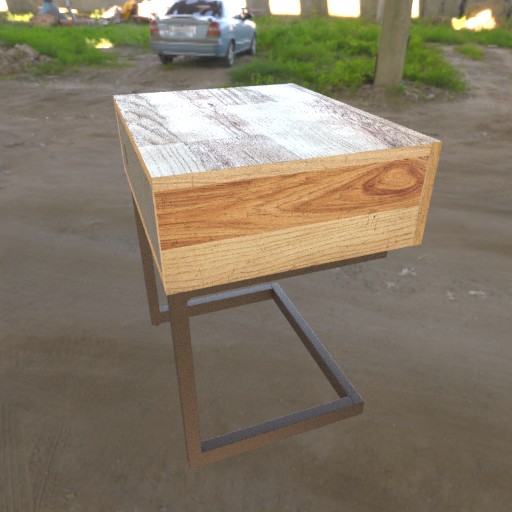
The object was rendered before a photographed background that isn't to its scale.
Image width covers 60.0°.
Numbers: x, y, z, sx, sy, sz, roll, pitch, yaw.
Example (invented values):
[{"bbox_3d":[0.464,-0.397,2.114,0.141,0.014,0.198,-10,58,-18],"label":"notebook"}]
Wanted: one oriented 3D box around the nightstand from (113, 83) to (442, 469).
[{"bbox_3d":[0.000,0.000,1.005,0.481,0.632,0.558,-11,32,-17],"label":"nightstand"}]
